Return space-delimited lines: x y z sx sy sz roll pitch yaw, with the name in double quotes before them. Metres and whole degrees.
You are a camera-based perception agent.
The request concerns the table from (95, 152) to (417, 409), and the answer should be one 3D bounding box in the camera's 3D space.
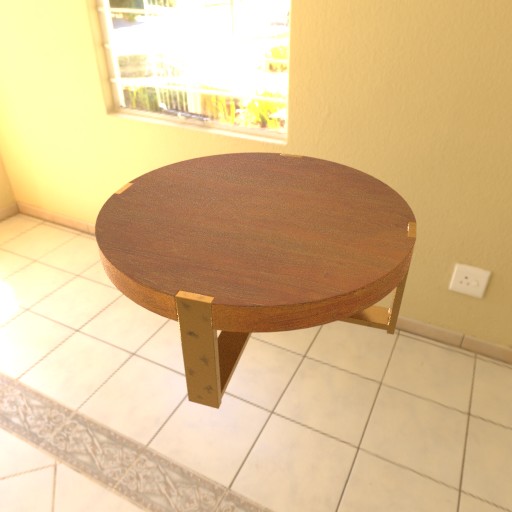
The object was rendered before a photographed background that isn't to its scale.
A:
"table" 0.000 0.000 1.702 1.100 0.420 1.100 0 33 0
